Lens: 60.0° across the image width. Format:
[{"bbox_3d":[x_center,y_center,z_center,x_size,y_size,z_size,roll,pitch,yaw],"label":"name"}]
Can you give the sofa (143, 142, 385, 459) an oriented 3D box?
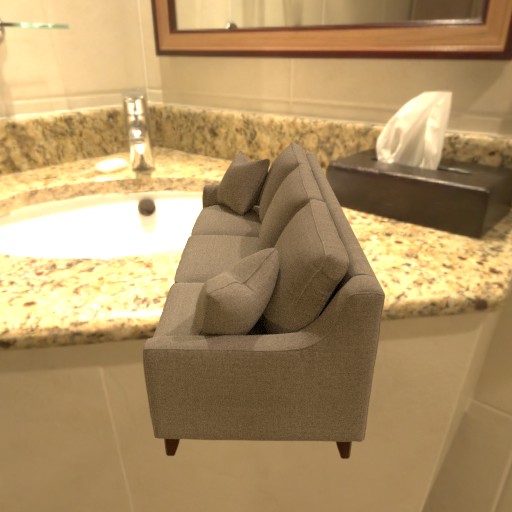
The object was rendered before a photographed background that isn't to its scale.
[{"bbox_3d":[0.000,0.000,2.497,0.865,0.914,2.031,0,26,0],"label":"sofa"}]
